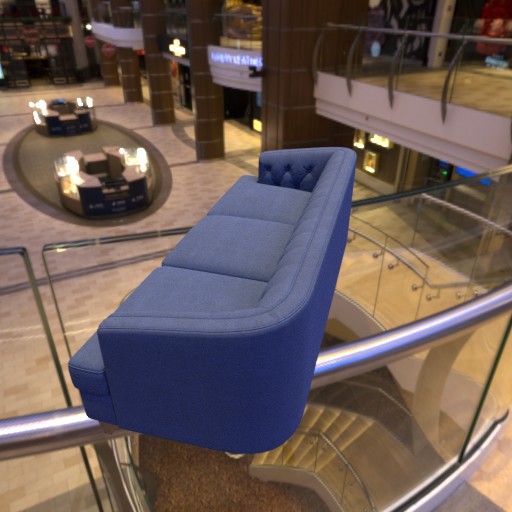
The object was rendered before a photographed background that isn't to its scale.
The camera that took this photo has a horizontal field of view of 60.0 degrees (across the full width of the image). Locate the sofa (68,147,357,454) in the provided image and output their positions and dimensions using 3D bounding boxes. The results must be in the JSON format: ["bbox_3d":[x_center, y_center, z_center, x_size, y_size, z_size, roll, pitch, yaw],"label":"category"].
[{"bbox_3d":[0.000,0.000,2.572,0.914,0.787,2.235,9,31,14],"label":"sofa"}]
